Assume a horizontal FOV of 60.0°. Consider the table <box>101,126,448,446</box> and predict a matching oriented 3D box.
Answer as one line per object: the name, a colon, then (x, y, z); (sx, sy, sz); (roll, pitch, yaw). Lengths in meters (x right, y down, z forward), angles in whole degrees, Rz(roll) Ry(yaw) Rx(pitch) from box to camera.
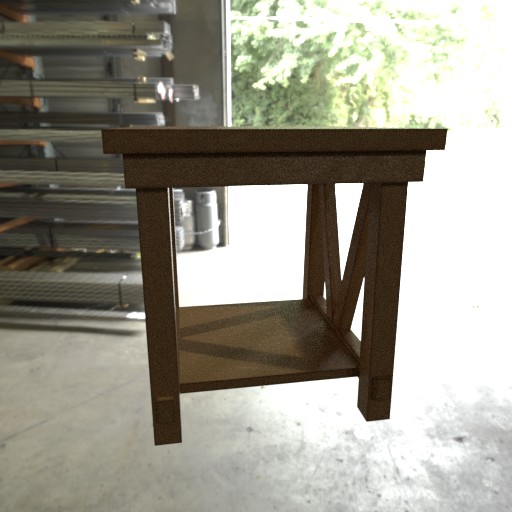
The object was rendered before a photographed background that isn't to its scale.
table: (0.000, 0.000, 1.143); (0.610, 0.638, 0.612); (-3, 17, -9)
